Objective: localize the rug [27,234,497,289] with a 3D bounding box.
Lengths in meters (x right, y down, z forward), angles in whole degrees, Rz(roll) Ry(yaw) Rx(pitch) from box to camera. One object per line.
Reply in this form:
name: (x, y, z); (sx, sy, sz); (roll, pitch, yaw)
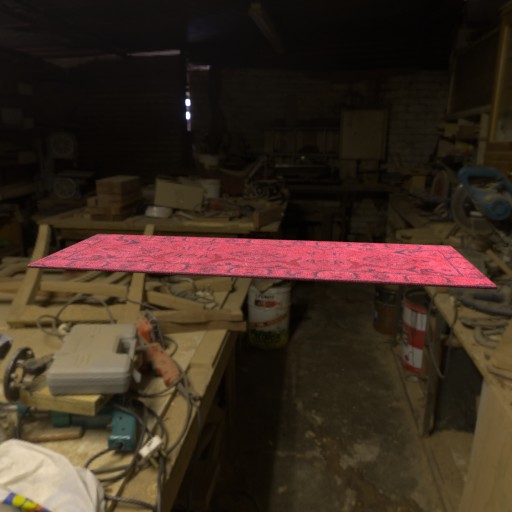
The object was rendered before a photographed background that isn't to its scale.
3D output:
rug: (0.000, 0.000, 2.661); (2.439, 0.018, 0.813); (2, 15, 8)
